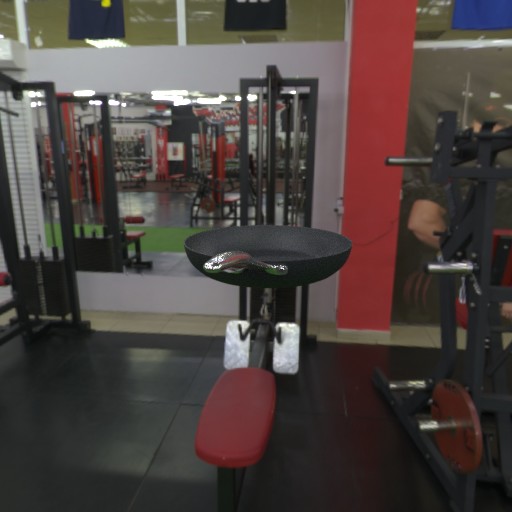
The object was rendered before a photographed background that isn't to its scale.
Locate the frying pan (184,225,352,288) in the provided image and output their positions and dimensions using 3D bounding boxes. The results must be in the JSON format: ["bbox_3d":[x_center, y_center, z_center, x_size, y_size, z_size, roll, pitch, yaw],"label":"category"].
[{"bbox_3d":[0.000,0.000,0.577,0.255,0.105,0.472,2,14,9],"label":"frying pan"}]
